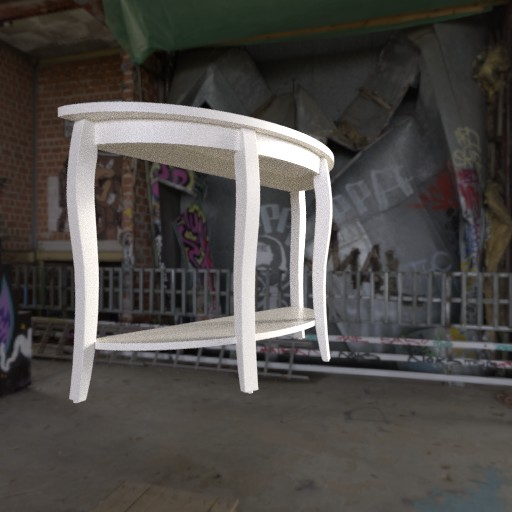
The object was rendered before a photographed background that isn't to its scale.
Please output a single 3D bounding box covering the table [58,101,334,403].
[{"bbox_3d":[0.000,0.000,1.539,0.394,0.780,1.219,0,0,37],"label":"table"}]
